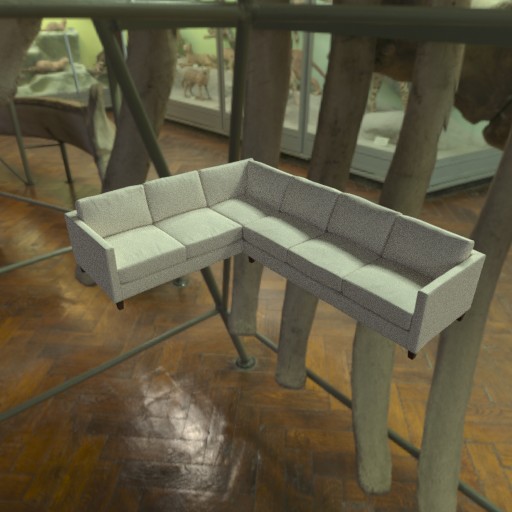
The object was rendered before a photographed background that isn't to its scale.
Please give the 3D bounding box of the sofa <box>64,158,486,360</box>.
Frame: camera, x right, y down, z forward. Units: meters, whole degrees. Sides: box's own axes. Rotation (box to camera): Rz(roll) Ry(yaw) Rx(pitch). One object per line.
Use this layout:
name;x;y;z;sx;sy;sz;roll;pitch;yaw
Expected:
sofa;0.000;0.000;4.224;2.432;0.863;3.182;-23;37;-34
